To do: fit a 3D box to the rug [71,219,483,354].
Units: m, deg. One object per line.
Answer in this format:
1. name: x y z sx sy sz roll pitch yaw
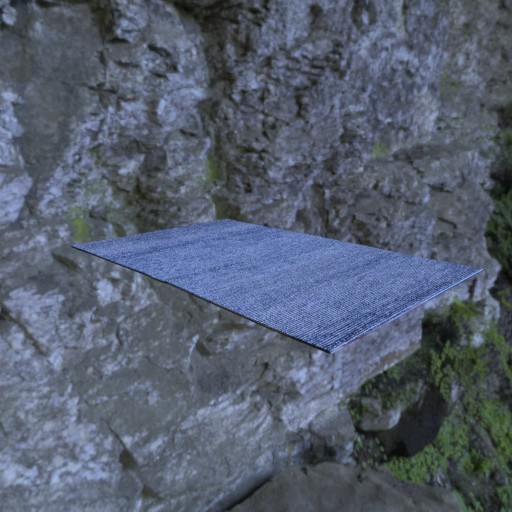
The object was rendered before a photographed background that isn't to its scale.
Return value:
1. rug: 0.000 0.000 2.250 1.159 0.025 1.793 -14 21 -42
